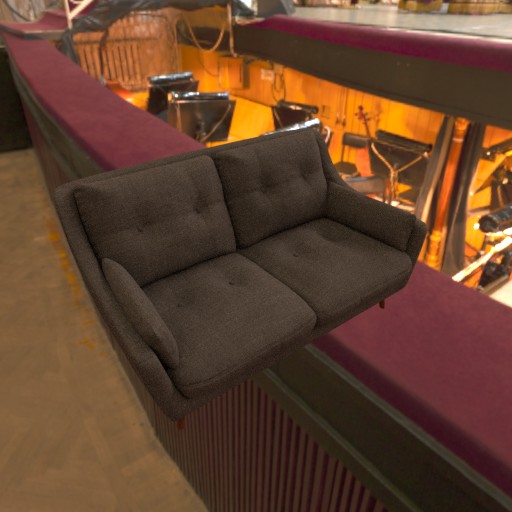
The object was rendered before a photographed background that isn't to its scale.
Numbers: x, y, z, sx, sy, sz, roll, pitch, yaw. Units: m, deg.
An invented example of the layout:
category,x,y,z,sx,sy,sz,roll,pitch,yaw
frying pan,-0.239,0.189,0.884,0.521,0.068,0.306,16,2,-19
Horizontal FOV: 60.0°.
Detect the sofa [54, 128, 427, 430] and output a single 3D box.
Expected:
category,x,y,z,sx,sy,sz,roll,pitch,yaw
sofa,0.000,0.000,2.231,1.646,0.887,0.976,-22,38,-31
